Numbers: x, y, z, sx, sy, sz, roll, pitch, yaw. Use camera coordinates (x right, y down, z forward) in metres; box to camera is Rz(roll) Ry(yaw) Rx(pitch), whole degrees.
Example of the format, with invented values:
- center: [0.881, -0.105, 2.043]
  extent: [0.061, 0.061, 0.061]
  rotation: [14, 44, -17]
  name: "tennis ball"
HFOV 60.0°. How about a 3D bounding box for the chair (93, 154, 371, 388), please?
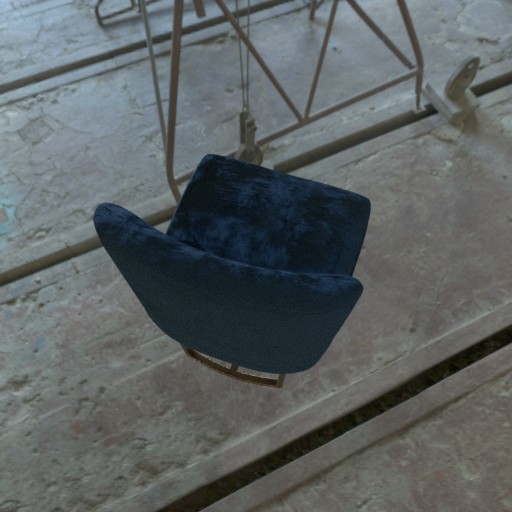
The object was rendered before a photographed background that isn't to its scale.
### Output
- center: [0.000, 0.000, 1.190]
  extent: [0.530, 0.824, 0.560]
  rotation: [17, 65, 8]
  name: "chair"
